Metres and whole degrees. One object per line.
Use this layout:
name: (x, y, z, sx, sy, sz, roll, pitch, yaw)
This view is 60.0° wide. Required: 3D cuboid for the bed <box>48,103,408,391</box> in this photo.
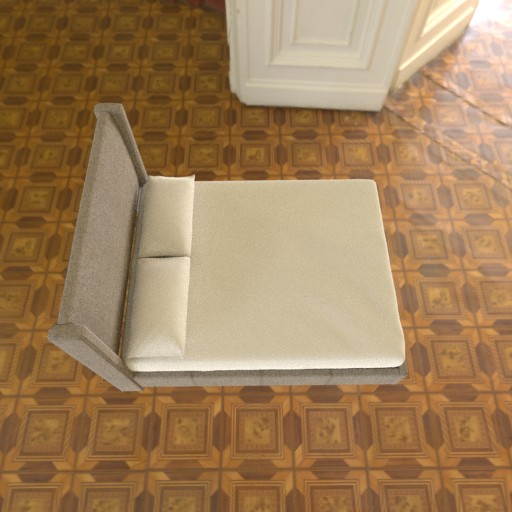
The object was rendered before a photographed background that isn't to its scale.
bed: (0.000, 0.000, 3.385, 2.245, 1.481, 1.714, -1, 63, 0)
